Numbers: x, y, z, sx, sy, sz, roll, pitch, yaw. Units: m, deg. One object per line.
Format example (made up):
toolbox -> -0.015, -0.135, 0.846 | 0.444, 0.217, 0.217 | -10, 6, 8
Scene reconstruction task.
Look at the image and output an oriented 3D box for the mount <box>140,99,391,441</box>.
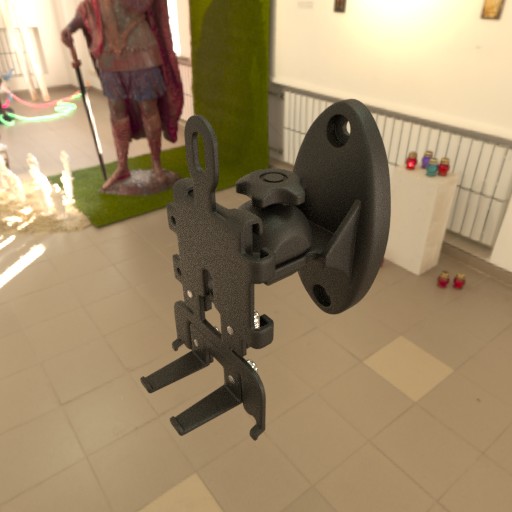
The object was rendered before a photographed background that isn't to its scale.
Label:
mount -> 0.000, 0.000, 0.178 | 0.100, 0.118, 0.066 | -23, 38, -32
